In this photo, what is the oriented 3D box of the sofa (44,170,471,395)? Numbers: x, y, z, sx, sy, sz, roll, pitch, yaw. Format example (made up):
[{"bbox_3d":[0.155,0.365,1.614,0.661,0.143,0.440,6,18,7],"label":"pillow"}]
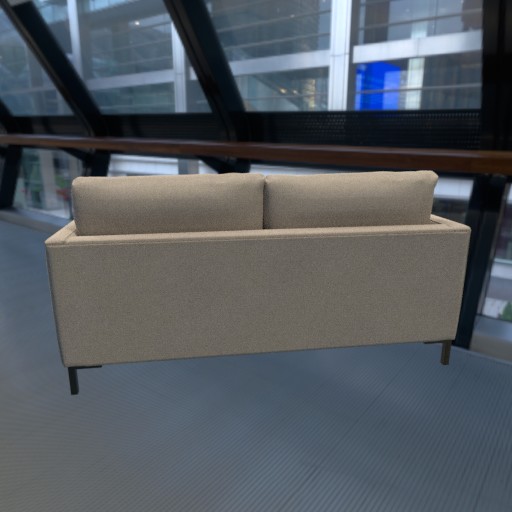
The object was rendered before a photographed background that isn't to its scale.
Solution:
[{"bbox_3d":[0.000,0.000,2.148,1.682,0.840,0.875,-2,15,-8],"label":"sofa"}]
